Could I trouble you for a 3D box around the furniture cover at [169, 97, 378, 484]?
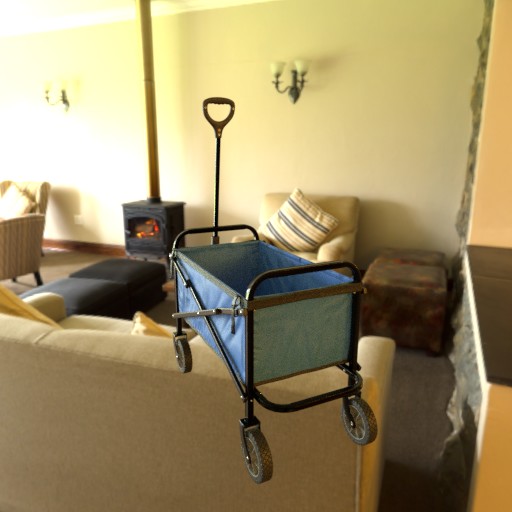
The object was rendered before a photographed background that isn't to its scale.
[{"bbox_3d":[0.000,0.000,1.811,0.532,1.295,1.038,-7,15,-25],"label":"furniture cover"}]
